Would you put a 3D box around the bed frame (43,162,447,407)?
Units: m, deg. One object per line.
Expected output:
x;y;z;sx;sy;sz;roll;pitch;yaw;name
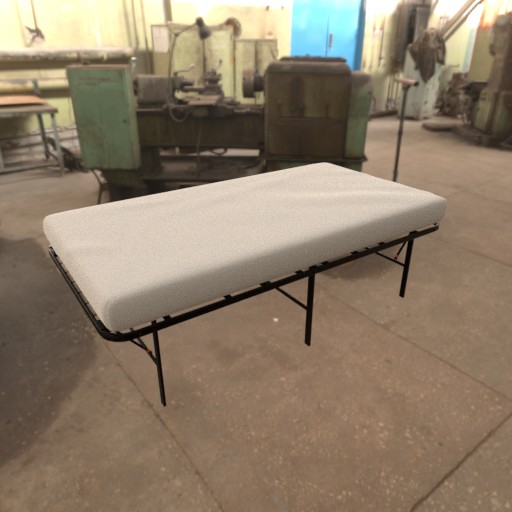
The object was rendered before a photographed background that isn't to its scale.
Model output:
0.000;0.000;2.403;1.903;0.619;0.989;-17;31;-31;bed frame
